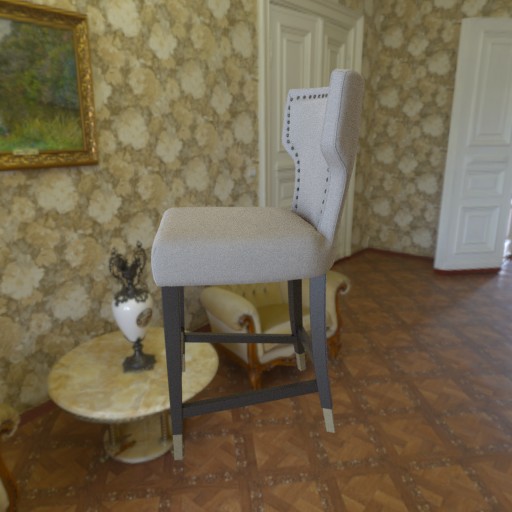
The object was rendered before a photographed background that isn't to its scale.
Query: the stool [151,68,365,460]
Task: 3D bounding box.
[{"bbox_3d":[0.000,0.000,1.318,0.563,0.982,0.527,-2,15,-8],"label":"stool"}]
